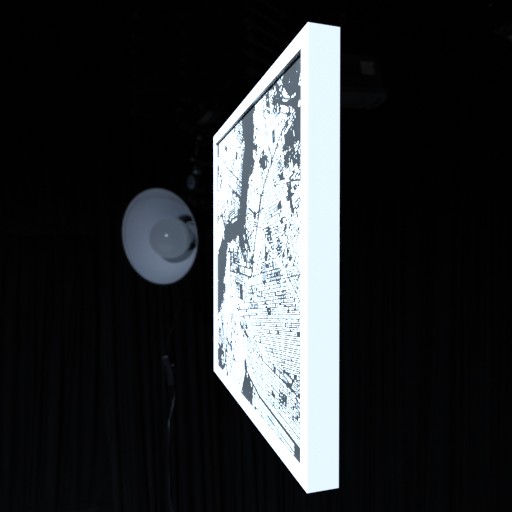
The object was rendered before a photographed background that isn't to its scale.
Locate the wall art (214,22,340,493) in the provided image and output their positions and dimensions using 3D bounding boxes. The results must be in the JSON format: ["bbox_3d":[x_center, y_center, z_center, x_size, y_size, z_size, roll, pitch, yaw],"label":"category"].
[{"bbox_3d":[0.000,0.000,0.723,0.038,0.506,0.506,0,1,-17],"label":"wall art"}]
